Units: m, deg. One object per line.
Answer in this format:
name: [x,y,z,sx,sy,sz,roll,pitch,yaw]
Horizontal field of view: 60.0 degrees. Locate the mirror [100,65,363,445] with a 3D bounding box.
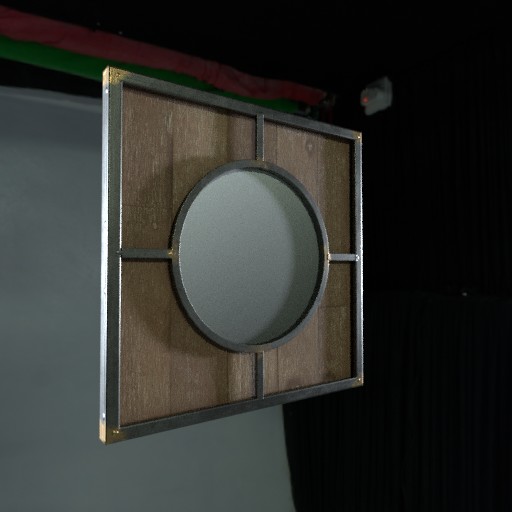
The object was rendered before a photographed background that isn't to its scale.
mirror: [0.000,0.000,0.562,0.382,0.381,0.020,1,-2,-36]
